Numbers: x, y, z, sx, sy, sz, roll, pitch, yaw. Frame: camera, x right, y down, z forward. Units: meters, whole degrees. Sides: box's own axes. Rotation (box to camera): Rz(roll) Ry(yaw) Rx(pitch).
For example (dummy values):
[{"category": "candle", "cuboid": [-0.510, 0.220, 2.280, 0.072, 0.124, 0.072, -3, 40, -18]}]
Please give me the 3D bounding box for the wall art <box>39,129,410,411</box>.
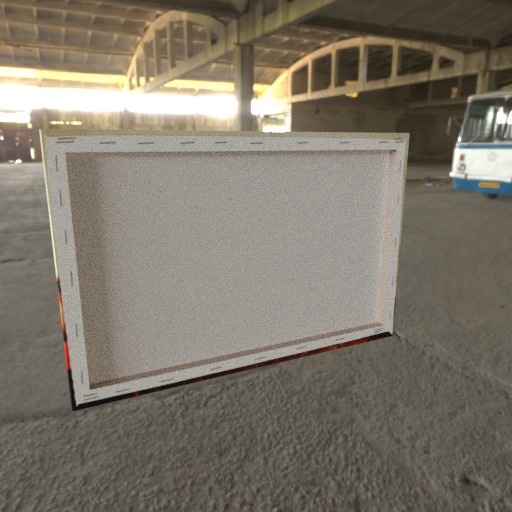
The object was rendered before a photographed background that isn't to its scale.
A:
[{"category": "wall art", "cuboid": [0.000, 0.000, 1.113, 0.918, 0.602, 0.038, -7, 16, -25]}]
